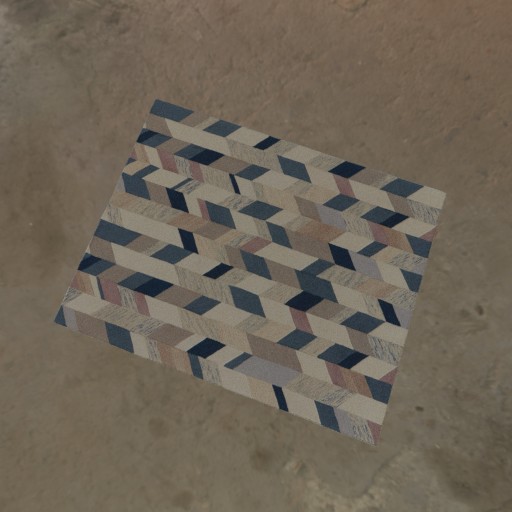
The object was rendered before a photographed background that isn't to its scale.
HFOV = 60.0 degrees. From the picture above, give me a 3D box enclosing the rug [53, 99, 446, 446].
[{"bbox_3d":[0.000,0.000,4.176,3.072,0.011,2.451,19,77,5],"label":"rug"}]
